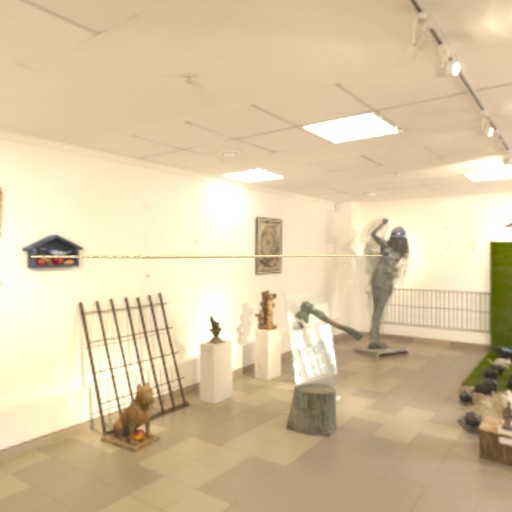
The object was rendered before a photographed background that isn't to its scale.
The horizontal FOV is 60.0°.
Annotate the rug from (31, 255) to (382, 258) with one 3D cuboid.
[{"bbox_3d":[0.000,0.000,2.760,0.750,0.009,2.435,0,0,35],"label":"rug"}]
